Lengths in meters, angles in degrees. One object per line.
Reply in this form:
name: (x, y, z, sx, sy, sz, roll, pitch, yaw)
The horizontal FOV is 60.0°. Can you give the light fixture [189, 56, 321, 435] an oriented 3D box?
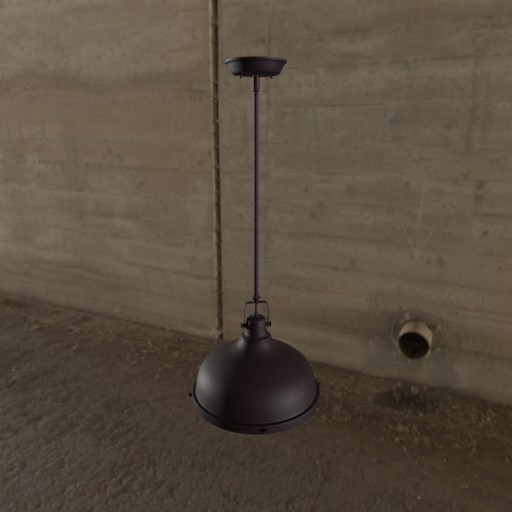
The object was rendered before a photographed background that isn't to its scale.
light fixture: (0.000, 0.000, 1.045, 0.341, 0.849, 0.341, -2, 16, -8)
